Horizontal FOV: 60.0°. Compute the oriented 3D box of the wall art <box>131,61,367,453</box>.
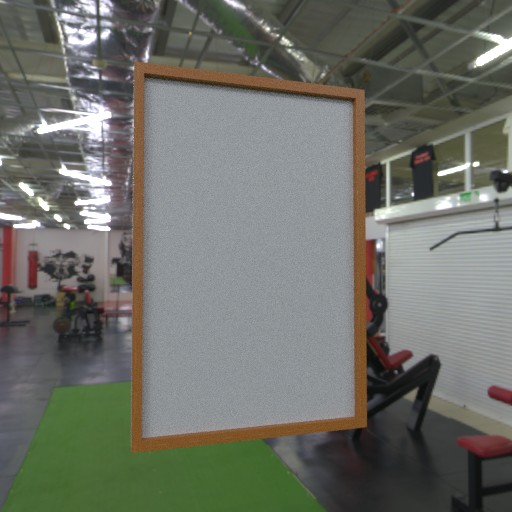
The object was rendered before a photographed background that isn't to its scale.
[{"bbox_3d":[0.000,0.000,1.136,0.610,0.916,0.037,0,-2,-16],"label":"wall art"}]
